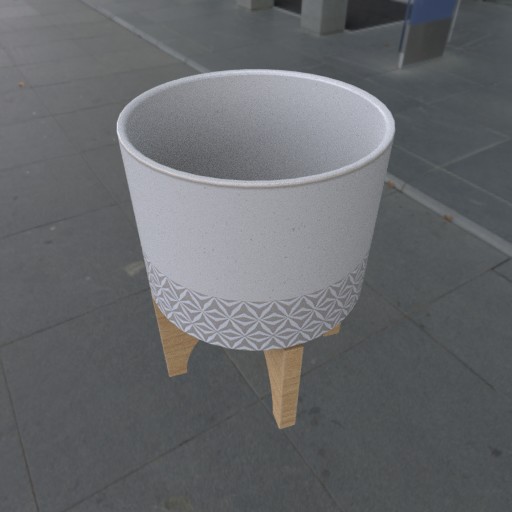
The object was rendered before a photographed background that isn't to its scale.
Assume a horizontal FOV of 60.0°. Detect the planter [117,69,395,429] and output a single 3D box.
[{"bbox_3d":[0.000,0.000,0.391,0.188,0.260,0.188,0,40,0],"label":"planter"}]
